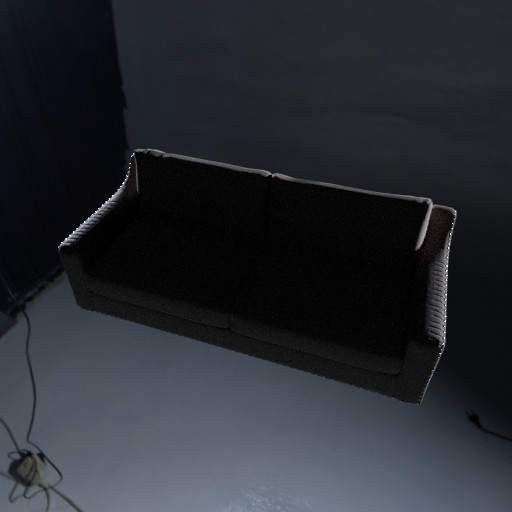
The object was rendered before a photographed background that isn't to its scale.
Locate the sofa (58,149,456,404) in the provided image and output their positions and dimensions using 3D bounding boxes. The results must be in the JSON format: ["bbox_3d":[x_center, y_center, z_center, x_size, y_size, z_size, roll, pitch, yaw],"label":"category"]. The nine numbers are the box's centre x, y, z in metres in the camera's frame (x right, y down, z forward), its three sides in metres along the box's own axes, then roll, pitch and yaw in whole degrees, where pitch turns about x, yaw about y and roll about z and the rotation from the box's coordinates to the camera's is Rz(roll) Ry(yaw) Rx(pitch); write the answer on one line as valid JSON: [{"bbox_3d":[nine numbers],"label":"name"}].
[{"bbox_3d":[0.000,0.000,2.761,2.208,0.857,1.000,13,42,15],"label":"sofa"}]
